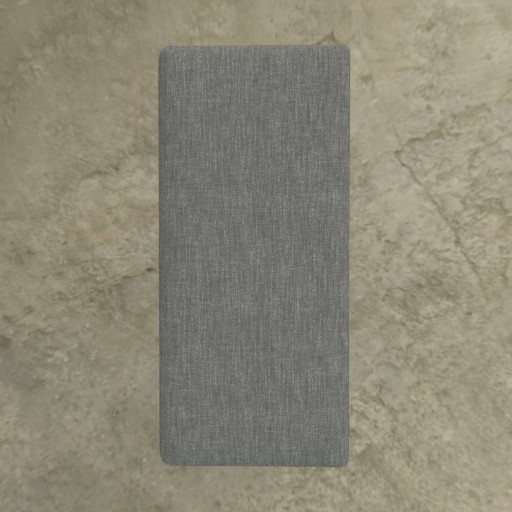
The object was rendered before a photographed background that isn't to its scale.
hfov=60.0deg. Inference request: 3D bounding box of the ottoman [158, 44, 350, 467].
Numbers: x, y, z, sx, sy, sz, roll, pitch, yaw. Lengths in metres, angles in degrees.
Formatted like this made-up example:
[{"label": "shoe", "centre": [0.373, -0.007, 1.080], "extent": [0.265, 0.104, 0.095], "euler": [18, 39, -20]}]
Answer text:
[{"label": "ottoman", "centre": [0.000, 0.000, 1.111], "extent": [0.419, 0.432, 0.902], "euler": [0, 91, 1]}]
